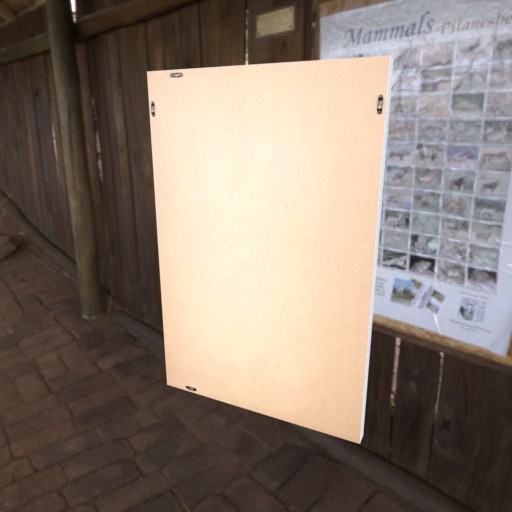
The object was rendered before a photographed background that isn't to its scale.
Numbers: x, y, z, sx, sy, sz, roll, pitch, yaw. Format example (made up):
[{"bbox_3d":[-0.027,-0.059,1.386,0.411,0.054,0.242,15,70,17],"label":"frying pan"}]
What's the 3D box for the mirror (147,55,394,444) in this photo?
[{"bbox_3d":[0.000,0.000,1.149,0.609,0.914,0.041,8,18,25],"label":"mirror"}]
